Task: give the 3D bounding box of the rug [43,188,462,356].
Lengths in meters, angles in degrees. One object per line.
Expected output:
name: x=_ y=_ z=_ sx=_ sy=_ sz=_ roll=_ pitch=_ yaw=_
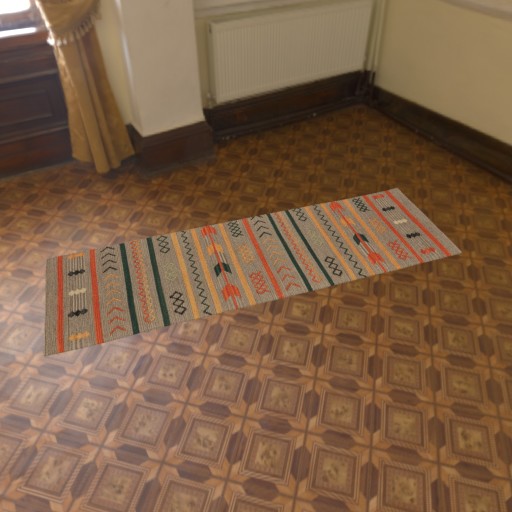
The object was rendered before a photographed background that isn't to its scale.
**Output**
rug: x=0.000 y=0.000 z=2.686 sx=2.419 sy=0.022 sz=0.744 roll=-12 pitch=44 yaw=-13
